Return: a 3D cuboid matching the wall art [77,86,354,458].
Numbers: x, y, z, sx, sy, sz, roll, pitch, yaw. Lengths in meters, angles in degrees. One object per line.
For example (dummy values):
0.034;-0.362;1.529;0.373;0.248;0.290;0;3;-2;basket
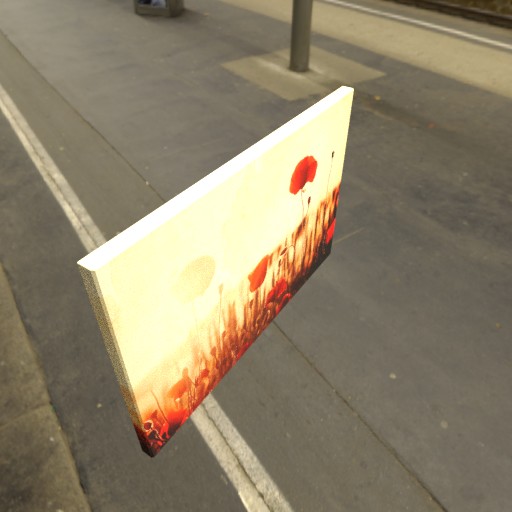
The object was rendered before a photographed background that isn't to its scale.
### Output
0.000;0.000;1.151;0.038;0.602;0.918;24;46;26;wall art
